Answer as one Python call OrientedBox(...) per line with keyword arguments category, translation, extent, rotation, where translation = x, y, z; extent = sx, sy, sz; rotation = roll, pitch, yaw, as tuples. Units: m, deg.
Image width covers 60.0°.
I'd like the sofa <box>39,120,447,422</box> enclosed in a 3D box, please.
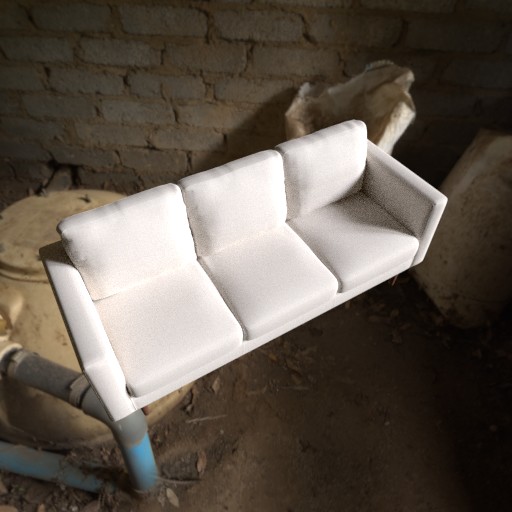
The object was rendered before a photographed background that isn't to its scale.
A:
OrientedBox(category="sofa", translation=(0.000, 0.000, 2.466), extent=(2.029, 0.912, 0.802), rotation=(-24, 52, -20))
